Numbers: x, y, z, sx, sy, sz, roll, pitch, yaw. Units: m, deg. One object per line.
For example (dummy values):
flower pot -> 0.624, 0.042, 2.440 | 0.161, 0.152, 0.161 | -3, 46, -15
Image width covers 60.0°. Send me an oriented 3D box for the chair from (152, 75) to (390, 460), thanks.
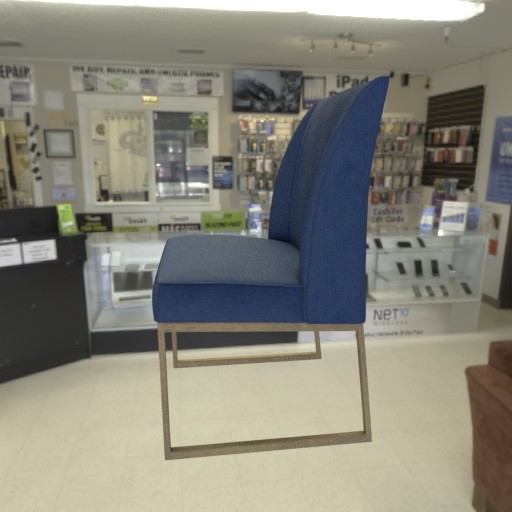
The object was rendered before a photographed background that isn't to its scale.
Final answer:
chair -> 0.000, 0.000, 1.203 | 0.522, 0.863, 0.508 | -2, 14, -8
